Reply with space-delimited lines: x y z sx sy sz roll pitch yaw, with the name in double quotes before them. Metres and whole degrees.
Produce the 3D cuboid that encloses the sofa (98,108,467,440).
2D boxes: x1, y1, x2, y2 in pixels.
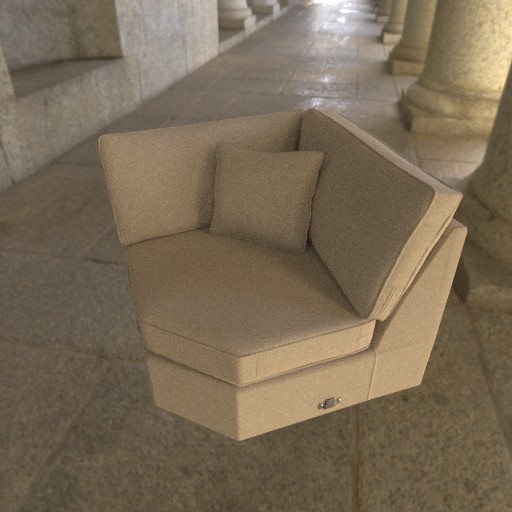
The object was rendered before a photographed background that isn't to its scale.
"sofa" 0.000 0.000 1.783 1.050 0.937 1.042 -10 35 -15
